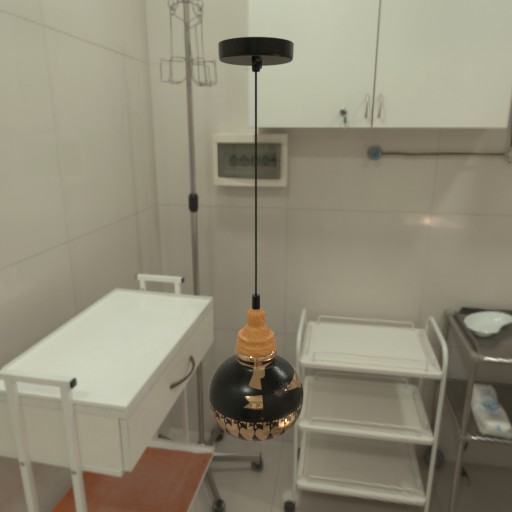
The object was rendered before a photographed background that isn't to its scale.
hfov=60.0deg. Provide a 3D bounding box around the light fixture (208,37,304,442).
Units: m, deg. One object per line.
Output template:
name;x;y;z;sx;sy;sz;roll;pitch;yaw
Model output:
light fixture;0.000;0.000;1.838;0.430;1.606;0.430;3;16;10
